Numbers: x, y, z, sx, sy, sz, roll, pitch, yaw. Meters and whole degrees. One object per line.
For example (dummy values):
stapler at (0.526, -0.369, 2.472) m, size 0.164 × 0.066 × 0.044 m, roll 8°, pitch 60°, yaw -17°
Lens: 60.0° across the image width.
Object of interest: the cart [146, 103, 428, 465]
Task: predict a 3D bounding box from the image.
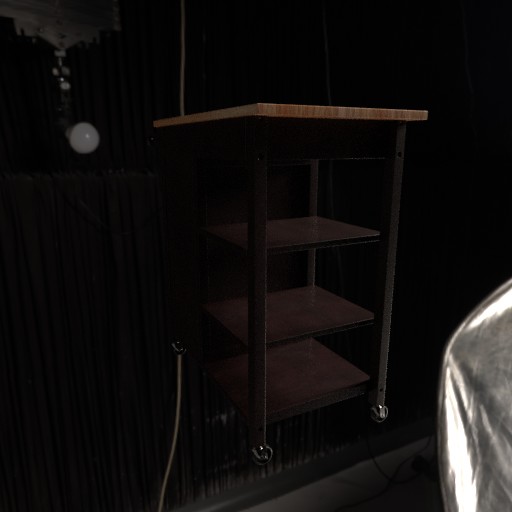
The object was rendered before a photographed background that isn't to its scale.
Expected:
cart at (0.000, 0.000, 1.476) m, size 0.472 × 0.878 × 0.914 m, roll -7°, pitch 16°, yaw -26°
